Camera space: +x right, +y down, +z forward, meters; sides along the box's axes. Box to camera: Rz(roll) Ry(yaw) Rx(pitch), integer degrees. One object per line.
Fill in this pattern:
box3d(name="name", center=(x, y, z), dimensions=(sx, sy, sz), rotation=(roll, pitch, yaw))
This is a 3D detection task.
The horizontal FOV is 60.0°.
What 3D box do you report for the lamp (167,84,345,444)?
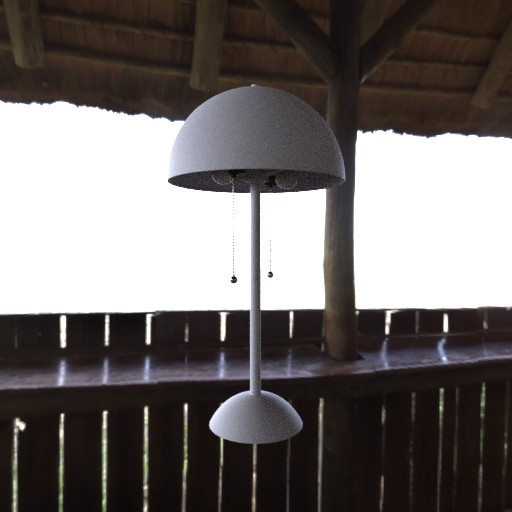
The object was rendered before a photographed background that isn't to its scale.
box3d(name="lamp", center=(0.000, 0.000, 0.434), dimensions=(0.171, 0.330, 0.171), rotation=(0, 1, 0))
